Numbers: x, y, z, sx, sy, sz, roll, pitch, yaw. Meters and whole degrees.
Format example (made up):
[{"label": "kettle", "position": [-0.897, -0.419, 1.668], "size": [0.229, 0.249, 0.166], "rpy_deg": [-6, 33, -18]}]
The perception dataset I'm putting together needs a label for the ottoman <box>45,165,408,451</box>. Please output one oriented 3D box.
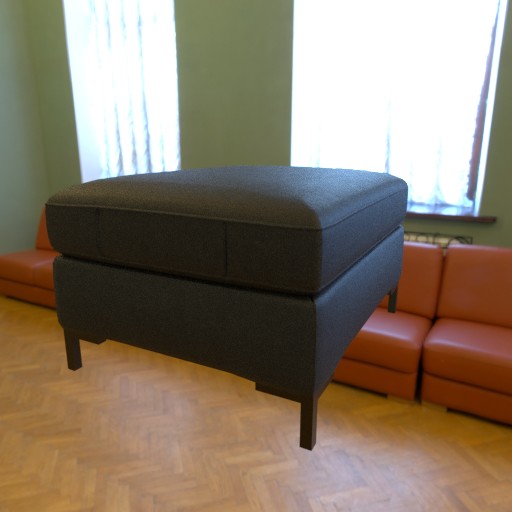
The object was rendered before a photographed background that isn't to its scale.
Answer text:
[{"label": "ottoman", "position": [0.000, 0.000, 1.784], "size": [0.967, 0.696, 1.187], "rpy_deg": [8, 16, 27]}]
